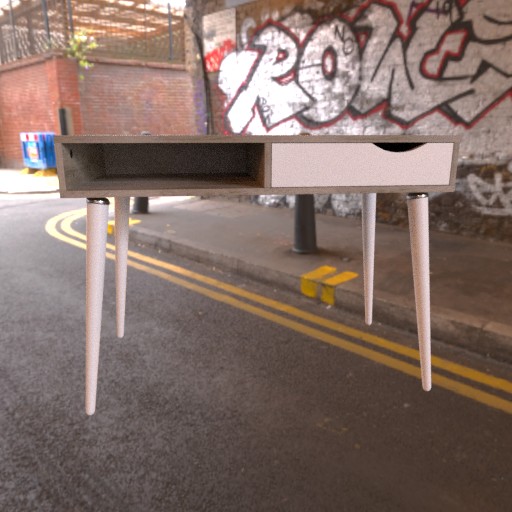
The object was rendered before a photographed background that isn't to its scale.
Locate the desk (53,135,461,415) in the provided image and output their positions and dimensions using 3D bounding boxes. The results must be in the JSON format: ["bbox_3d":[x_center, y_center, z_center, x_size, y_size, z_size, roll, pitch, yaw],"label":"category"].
[{"bbox_3d":[0.000,0.000,1.375,0.979,0.723,0.491,-2,15,-7],"label":"desk"}]
